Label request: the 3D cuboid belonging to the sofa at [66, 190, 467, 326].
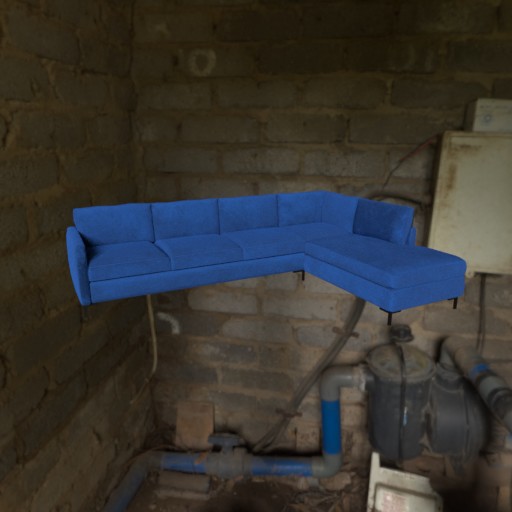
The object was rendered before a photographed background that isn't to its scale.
[{"bbox_3d":[0.000,0.000,3.278,2.486,0.687,1.707,-8,17,-26],"label":"sofa"}]
